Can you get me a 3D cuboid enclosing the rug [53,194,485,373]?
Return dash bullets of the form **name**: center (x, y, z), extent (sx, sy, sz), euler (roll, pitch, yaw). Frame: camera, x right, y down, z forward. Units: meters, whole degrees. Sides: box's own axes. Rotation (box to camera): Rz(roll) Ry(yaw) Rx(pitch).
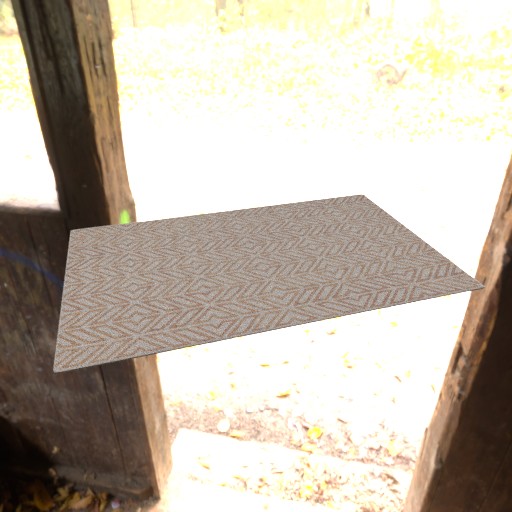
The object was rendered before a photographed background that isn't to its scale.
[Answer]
- **rug**: center (0.000, 0.000, 2.993), extent (2.438, 0.008, 1.523), euler (-9, 32, -14)
